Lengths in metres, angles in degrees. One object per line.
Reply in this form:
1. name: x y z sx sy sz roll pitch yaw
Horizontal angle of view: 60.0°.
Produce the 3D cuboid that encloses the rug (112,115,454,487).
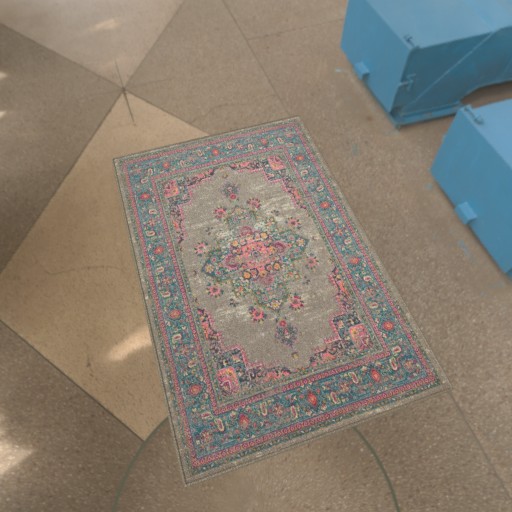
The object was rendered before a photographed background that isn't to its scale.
1. rug: 0.000 0.000 2.167 1.144 0.014 1.748 -16 60 -10
